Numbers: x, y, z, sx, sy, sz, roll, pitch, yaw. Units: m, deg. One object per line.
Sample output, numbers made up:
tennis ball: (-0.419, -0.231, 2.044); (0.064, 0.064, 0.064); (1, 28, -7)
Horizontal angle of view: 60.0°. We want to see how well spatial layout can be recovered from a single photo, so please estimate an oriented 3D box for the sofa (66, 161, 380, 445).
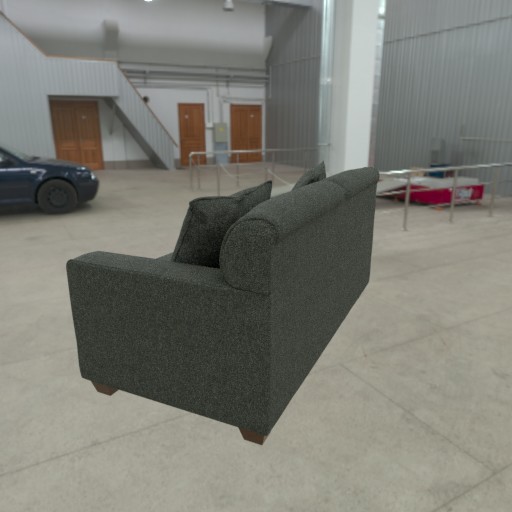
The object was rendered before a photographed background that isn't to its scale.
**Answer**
sofa: (0.000, 0.000, 2.512); (0.998, 0.958, 1.846); (8, 18, 24)
